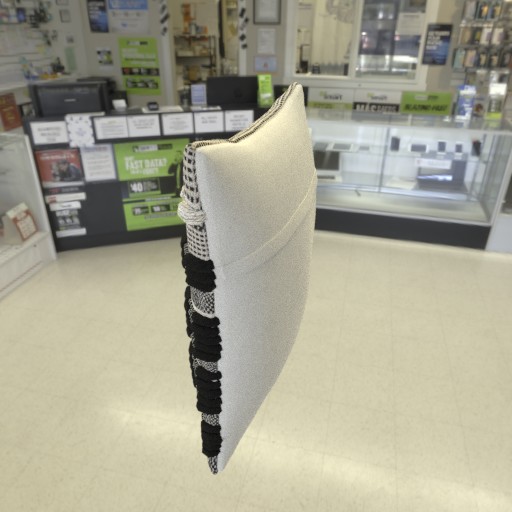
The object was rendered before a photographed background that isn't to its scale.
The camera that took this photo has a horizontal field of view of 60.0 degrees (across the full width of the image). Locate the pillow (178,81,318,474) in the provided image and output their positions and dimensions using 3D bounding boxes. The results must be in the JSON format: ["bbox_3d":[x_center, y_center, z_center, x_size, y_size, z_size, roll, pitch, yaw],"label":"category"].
[{"bbox_3d":[0.000,0.000,0.660,0.156,0.438,0.436,8,30,15],"label":"pillow"}]
